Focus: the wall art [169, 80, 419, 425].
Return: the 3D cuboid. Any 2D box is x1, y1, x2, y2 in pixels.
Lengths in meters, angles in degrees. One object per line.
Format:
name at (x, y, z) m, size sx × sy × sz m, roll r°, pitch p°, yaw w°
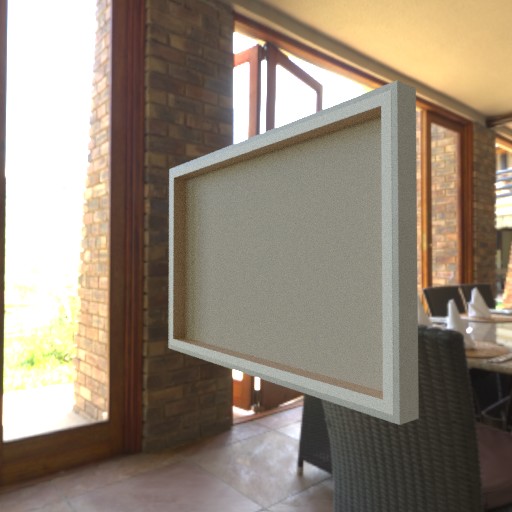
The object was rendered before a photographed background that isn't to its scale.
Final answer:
wall art at (0.000, 0.000, 0.777) m, size 0.038 × 0.407 × 0.609 m, roll 1°, pitch -2°, yaw -37°
